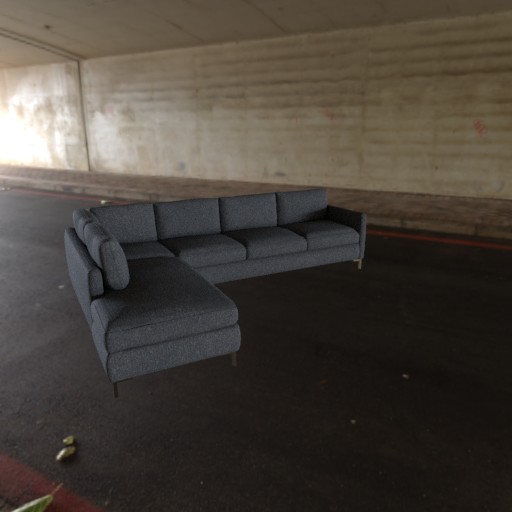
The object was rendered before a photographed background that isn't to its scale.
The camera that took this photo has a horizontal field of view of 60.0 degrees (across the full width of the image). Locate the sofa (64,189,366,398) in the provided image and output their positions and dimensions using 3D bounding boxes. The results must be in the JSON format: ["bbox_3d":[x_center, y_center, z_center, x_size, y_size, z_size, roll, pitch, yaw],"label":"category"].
[{"bbox_3d":[0.000,0.000,3.898,2.949,0.815,2.007,-9,18,-27],"label":"sofa"}]
